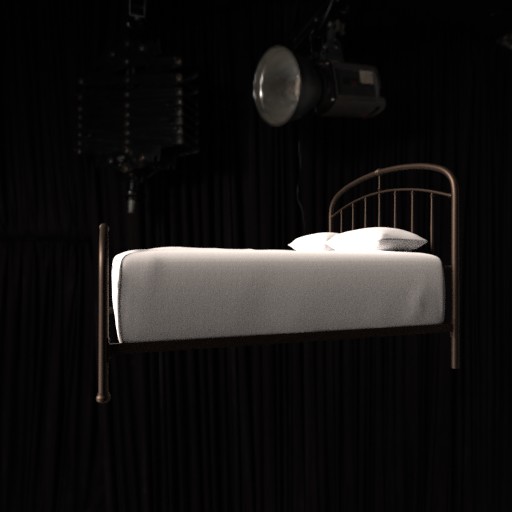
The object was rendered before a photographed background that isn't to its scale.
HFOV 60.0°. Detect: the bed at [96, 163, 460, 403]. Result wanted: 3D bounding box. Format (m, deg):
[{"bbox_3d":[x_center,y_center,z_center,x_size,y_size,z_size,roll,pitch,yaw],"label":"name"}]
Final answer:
[{"bbox_3d":[0.000,0.000,3.262,2.180,1.425,1.711,0,0,-19],"label":"bed"}]
